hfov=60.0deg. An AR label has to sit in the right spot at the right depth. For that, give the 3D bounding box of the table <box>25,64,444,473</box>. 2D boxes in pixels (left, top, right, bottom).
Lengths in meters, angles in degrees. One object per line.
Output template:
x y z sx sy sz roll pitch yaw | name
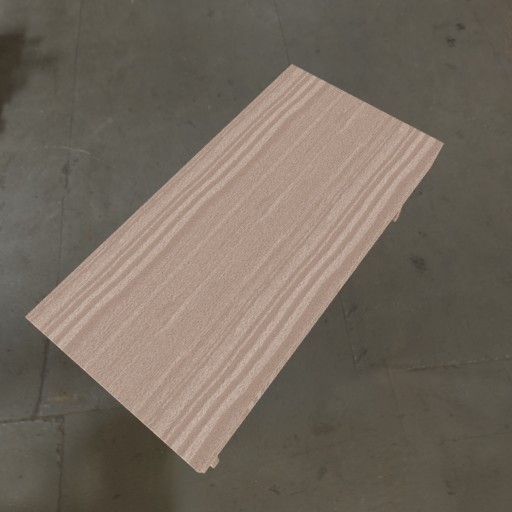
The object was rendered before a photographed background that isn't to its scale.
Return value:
0.000 0.000 1.490 0.600 0.450 1.200 34 68 16 | table
